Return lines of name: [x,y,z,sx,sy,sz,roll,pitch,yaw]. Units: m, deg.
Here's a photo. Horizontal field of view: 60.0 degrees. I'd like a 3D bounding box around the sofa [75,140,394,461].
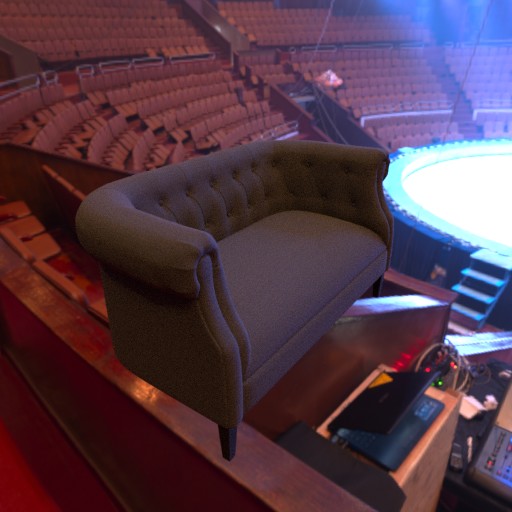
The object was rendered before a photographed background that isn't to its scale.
sofa: [0.000,0.000,2.053,0.835,0.827,1.558,17,31,32]
